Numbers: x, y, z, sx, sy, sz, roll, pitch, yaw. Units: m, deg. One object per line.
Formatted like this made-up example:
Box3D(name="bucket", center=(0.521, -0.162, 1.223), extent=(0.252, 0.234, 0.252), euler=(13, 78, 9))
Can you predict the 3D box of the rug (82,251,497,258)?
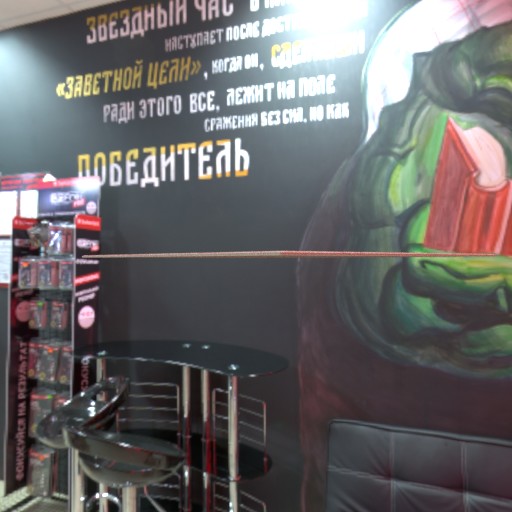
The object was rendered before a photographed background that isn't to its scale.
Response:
Box3D(name="rug", center=(0.000, 0.000, 2.276), extent=(1.219, 0.012, 1.839), euler=(0, -1, -37))
